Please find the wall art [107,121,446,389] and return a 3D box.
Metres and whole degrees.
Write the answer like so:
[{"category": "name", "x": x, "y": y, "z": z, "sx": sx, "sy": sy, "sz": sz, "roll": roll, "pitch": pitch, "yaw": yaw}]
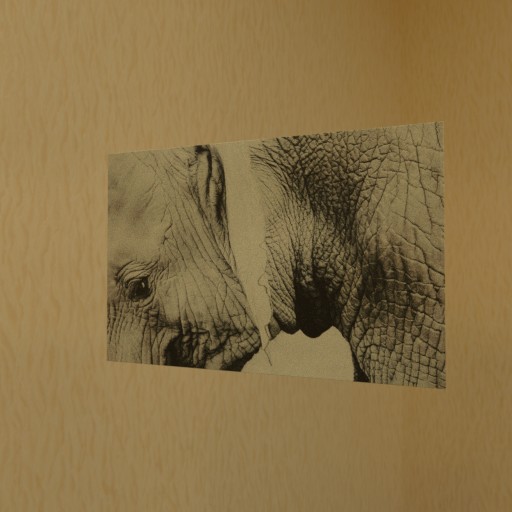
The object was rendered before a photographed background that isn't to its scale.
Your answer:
[{"category": "wall art", "x": 0.000, "y": 0.000, "z": 1.456, "sx": 1.141, "sy": 0.758, "sz": 0.035, "roll": 0, "pitch": -1, "yaw": 19}]
